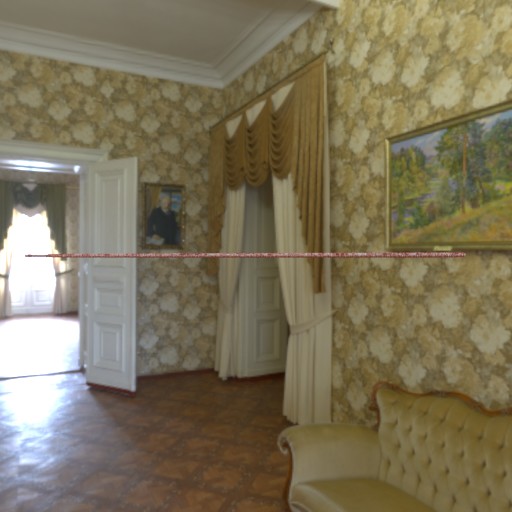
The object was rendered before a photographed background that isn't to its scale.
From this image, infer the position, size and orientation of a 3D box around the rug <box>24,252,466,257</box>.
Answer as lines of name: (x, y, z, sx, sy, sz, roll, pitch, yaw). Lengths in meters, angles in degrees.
rug: (0.000, 0.000, 2.317, 1.829, 0.016, 1.219, 0, 0, 17)
